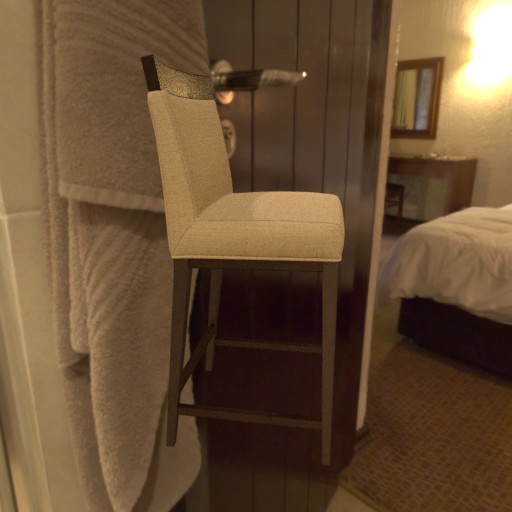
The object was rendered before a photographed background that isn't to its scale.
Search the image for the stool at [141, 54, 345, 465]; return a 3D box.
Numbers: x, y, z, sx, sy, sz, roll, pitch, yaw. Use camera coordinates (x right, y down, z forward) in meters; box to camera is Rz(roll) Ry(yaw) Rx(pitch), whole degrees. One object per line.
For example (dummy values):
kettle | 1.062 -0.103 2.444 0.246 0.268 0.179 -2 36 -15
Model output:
stool | 0.000 0.000 1.407 0.531 1.117 0.511 3 17 9
